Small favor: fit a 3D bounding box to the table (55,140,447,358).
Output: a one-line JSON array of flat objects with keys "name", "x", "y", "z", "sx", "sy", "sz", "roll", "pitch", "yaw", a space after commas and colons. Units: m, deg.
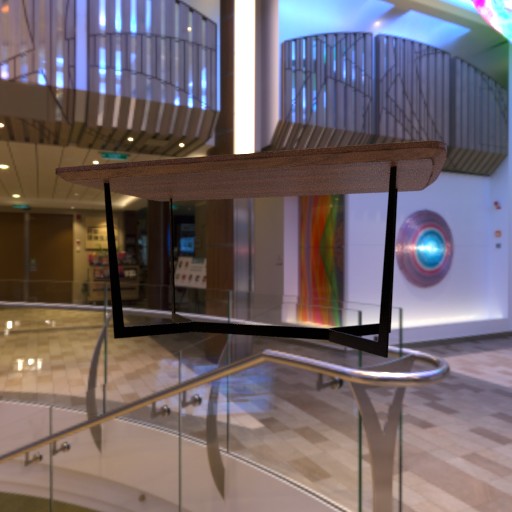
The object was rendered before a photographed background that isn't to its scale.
[{"name": "table", "x": 0.000, "y": 0.000, "z": 2.123, "sx": 1.643, "sy": 0.765, "sz": 0.949, "roll": 0, "pitch": 0, "yaw": 18}]
